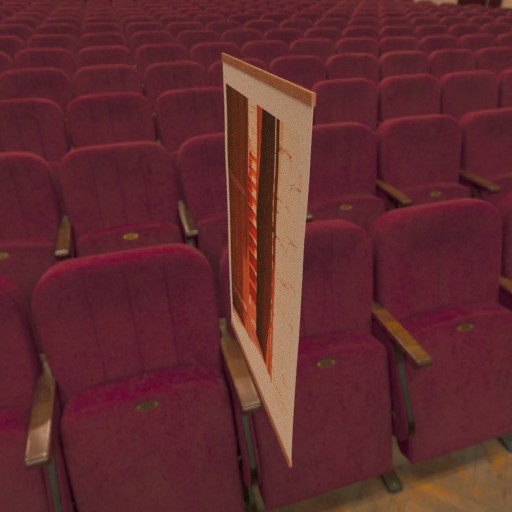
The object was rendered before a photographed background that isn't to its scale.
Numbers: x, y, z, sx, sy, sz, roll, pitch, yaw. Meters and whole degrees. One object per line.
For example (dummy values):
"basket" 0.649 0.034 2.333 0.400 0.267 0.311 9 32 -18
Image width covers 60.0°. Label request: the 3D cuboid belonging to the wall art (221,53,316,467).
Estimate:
"wall art" 0.000 0.000 1.934 0.019 1.527 1.019 -9 31 -15
